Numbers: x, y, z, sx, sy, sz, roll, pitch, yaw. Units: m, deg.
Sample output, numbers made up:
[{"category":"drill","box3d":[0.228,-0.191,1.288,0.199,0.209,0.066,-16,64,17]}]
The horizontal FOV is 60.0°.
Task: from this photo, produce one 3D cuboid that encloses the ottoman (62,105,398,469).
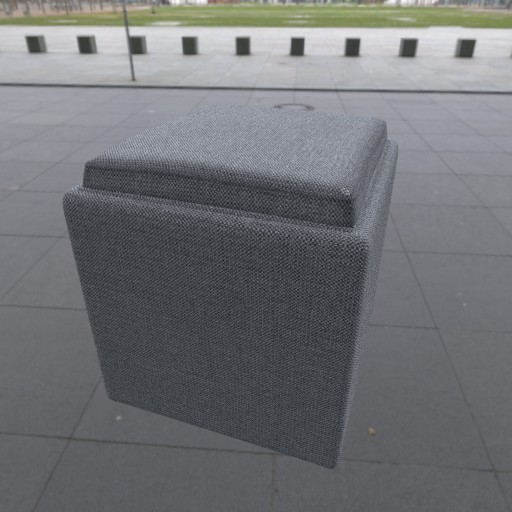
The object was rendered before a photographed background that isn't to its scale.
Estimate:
[{"category":"ottoman","box3d":[0.000,0.000,0.833,0.436,0.487,0.454,10,32,17]}]
